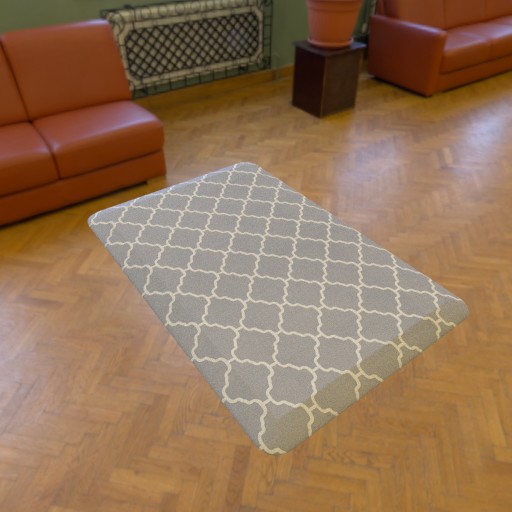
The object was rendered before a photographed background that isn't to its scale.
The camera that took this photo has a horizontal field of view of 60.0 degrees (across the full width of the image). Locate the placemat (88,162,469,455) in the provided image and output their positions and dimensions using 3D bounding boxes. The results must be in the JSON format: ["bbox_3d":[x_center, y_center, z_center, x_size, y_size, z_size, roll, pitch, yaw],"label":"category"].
[{"bbox_3d":[0.000,0.000,0.977,0.508,0.021,0.762,-25,46,-27],"label":"placemat"}]
